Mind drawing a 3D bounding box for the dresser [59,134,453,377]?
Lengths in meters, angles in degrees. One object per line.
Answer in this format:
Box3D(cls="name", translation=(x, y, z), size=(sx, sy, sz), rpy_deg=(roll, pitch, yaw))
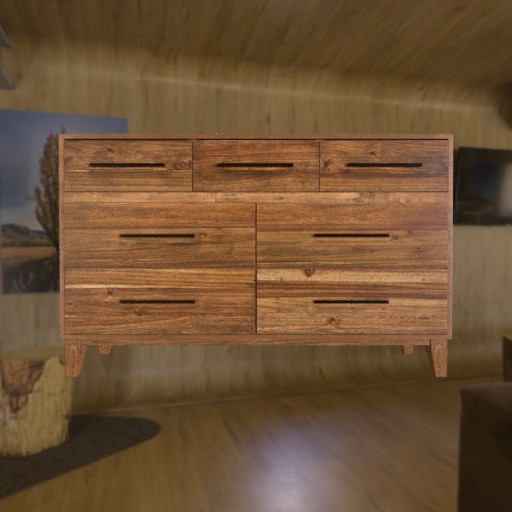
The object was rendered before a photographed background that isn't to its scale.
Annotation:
Box3D(cls="dresser", translation=(0.000, 0.000, 1.788), size=(1.400, 0.873, 0.446), rpy_deg=(0, 1, 0))
